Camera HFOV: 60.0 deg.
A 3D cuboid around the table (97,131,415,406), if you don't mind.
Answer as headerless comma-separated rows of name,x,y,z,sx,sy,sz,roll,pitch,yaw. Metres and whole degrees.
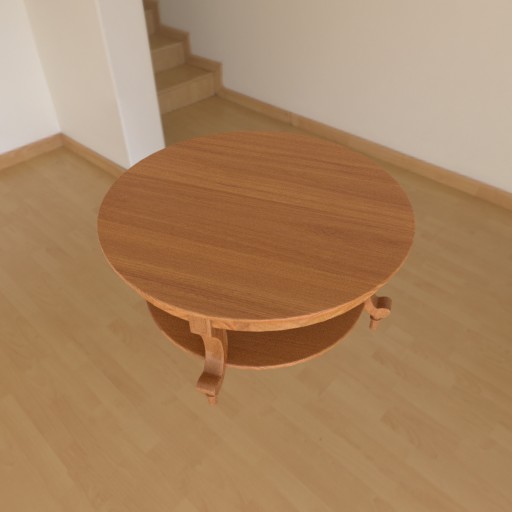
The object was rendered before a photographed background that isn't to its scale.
table,0.000,0.000,1.635,1.029,0.490,1.029,0,42,0
